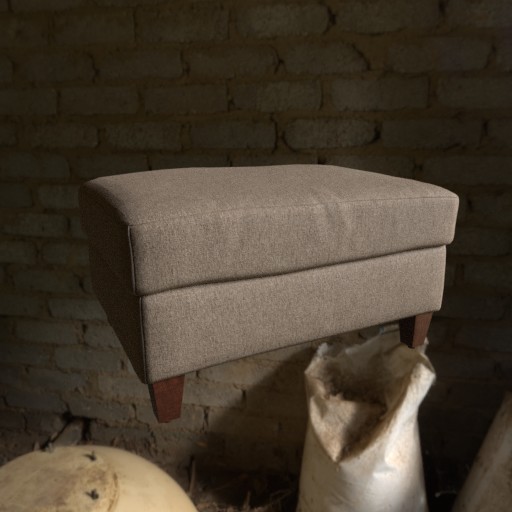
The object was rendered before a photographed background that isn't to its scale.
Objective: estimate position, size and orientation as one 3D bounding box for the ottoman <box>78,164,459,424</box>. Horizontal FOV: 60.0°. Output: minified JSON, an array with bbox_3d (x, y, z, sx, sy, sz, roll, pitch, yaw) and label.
[{"bbox_3d":[0.000,0.000,1.301,0.889,0.511,0.692,-8,17,-27],"label":"ottoman"}]
